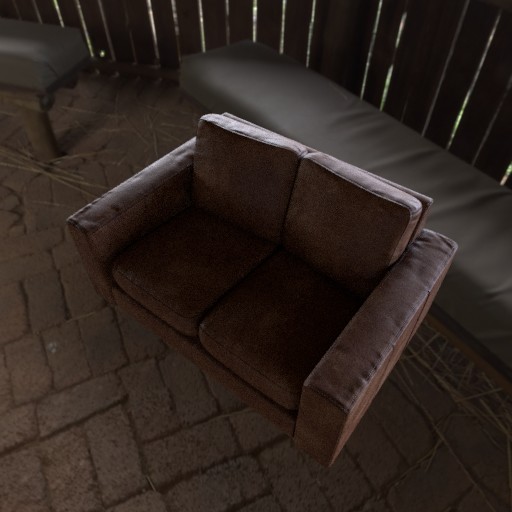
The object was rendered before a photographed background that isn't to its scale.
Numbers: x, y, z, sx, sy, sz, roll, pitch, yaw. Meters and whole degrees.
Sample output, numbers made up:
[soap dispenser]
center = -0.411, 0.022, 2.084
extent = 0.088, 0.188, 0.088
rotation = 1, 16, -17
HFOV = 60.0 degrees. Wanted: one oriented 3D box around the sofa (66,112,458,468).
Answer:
[sofa]
center = 0.000, 0.000, 2.257
extent = 1.626, 0.889, 1.041
rotation = 30, 54, 25
